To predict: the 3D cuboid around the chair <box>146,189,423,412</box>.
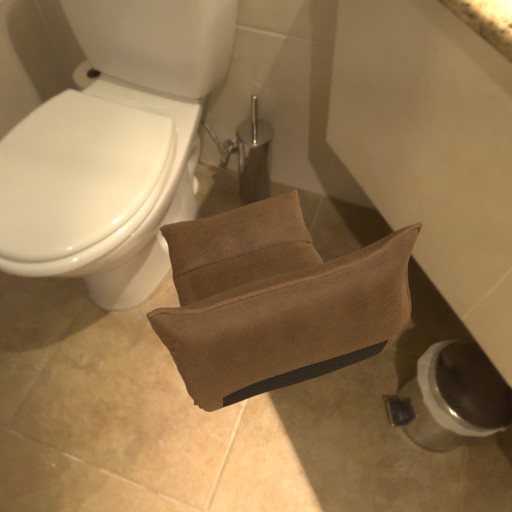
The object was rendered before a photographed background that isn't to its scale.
[{"bbox_3d":[0.000,0.000,1.591,0.714,0.892,0.985,-14,60,-8],"label":"chair"}]
